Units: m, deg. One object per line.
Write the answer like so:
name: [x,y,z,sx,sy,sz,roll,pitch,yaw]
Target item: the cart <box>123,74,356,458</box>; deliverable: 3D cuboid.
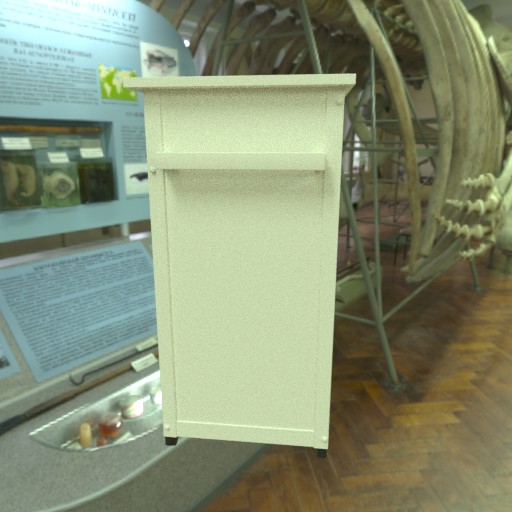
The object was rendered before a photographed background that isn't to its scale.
cart: [0.000,0.000,1.249,0.442,0.864,0.683,2,15,6]
